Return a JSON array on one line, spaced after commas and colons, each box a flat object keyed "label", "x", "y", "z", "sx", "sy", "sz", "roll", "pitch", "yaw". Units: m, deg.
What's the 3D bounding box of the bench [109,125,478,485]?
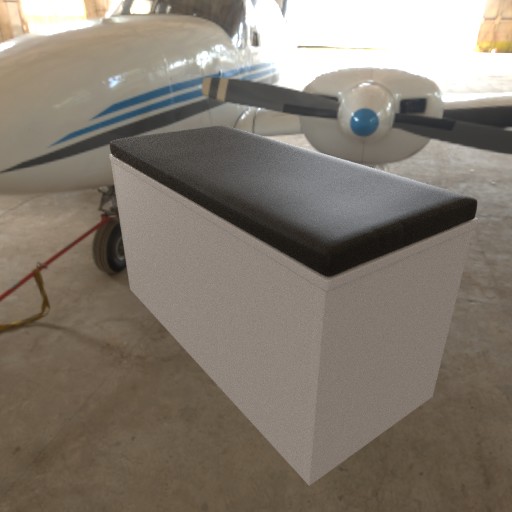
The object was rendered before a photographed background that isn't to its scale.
[{"label": "bench", "x": 0.000, "y": 0.000, "z": 1.158, "sx": 0.401, "sy": 0.500, "sz": 0.899, "roll": -18, "pitch": 32, "yaw": -32}]
